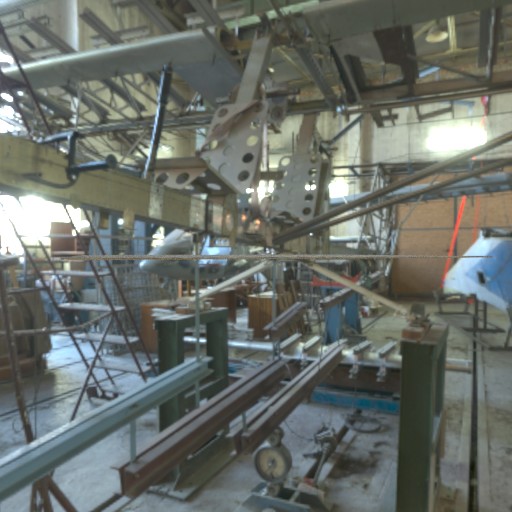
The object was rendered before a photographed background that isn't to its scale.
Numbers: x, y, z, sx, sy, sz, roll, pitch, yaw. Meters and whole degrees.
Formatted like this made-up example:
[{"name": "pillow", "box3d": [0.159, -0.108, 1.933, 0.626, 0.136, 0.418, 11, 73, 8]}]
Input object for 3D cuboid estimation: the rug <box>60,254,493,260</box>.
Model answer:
[{"name": "rug", "box3d": [0.000, 0.000, 4.181, 3.205, 0.015, 2.437, 0, 1, -19]}]
